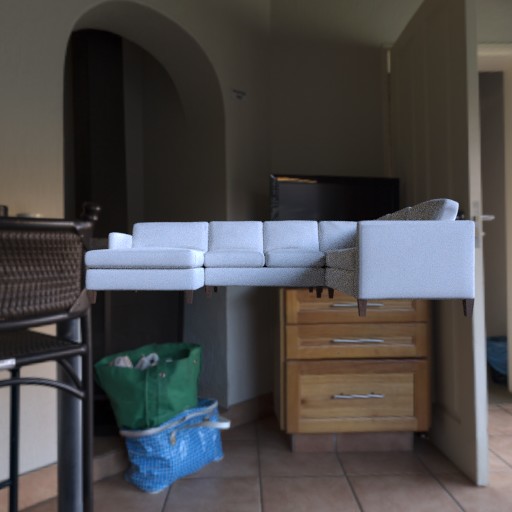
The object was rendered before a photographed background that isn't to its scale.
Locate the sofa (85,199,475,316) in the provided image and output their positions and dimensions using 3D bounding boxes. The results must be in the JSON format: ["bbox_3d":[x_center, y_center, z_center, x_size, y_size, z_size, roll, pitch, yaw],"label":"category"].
[{"bbox_3d":[0.000,0.000,4.694,3.459,0.956,2.593,0,0,1],"label":"sofa"}]
